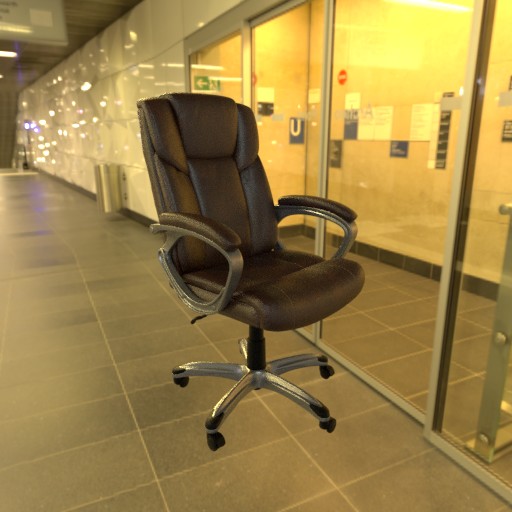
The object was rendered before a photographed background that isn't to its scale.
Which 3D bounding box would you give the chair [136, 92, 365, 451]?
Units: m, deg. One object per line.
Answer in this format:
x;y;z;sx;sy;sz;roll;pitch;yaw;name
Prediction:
0.000;0.000;1.581;0.692;1.128;0.656;14;21;42;chair
